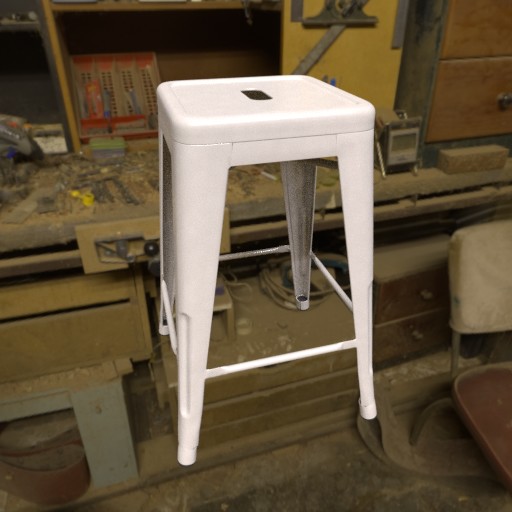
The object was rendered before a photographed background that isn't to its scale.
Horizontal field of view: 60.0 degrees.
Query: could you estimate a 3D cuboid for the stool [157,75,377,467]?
[{"bbox_3d":[0.000,0.000,0.863,0.406,0.610,0.406,-8,32,-14],"label":"stool"}]
